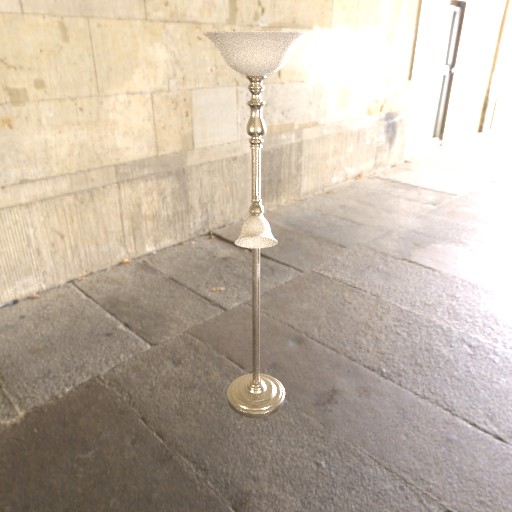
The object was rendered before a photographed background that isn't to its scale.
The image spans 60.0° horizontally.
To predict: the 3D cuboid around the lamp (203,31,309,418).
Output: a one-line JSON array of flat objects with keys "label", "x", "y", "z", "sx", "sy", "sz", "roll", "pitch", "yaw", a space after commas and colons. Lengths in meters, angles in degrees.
[{"label": "lamp", "x": 0.000, "y": 0.000, "z": 1.980, "sx": 0.405, "sy": 1.785, "sz": 0.575, "roll": 0, "pitch": 25, "yaw": 0}]
